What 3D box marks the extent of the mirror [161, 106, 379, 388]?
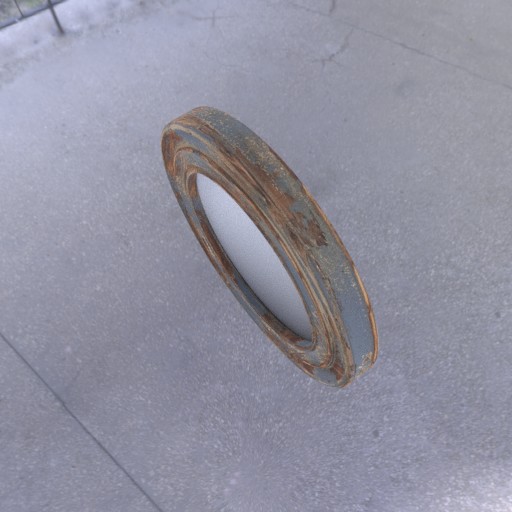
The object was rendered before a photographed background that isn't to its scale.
[{"bbox_3d":[0.000,0.000,0.866,0.061,0.585,0.585,-34,68,-16],"label":"mirror"}]
